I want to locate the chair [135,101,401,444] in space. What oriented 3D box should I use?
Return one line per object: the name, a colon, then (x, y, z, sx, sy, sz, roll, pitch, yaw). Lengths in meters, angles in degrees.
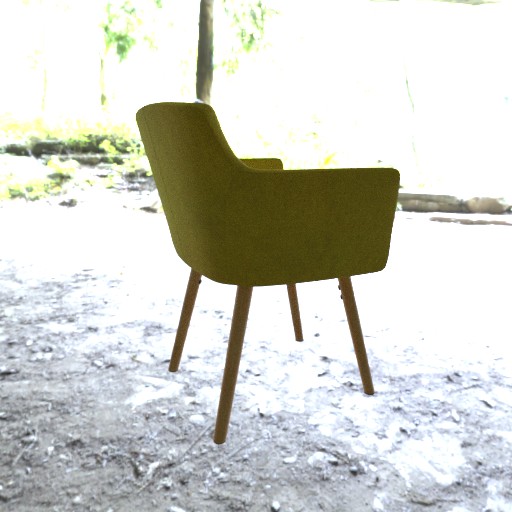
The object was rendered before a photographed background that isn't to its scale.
chair: (0.000, 0.000, 1.215, 0.570, 0.780, 0.570, -7, 17, -26)
